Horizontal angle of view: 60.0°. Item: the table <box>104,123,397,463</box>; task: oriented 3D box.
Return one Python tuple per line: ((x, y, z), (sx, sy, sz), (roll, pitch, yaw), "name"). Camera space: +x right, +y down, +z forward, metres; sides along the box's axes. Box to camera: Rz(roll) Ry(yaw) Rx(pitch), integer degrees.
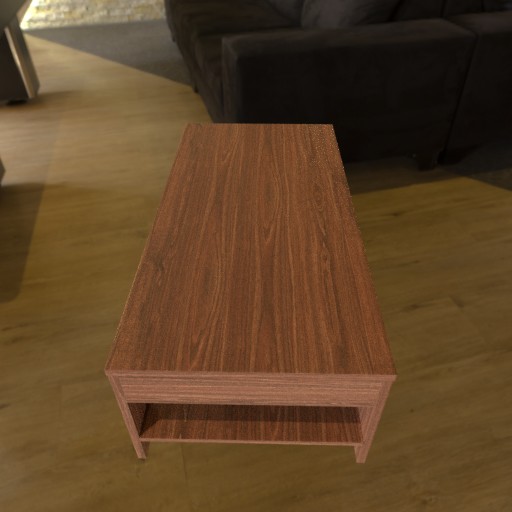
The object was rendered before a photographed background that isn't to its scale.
((0.000, 0.000, 1.492), (0.600, 0.400, 1.200), (1, 41, 1), "table")
